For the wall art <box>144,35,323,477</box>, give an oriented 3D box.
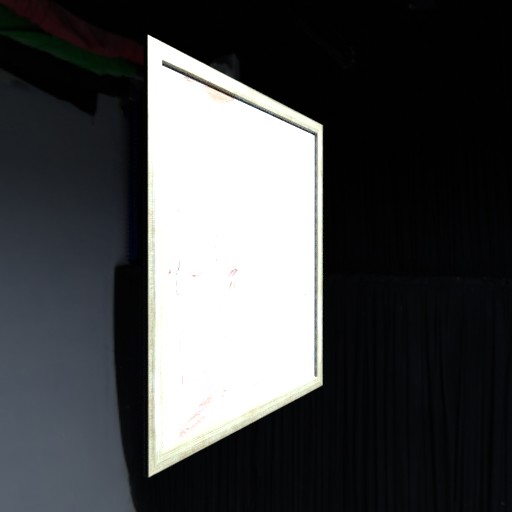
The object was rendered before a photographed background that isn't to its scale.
[{"bbox_3d":[0.000,0.000,0.758,0.009,0.559,0.483,0,0,35],"label":"wall art"}]
